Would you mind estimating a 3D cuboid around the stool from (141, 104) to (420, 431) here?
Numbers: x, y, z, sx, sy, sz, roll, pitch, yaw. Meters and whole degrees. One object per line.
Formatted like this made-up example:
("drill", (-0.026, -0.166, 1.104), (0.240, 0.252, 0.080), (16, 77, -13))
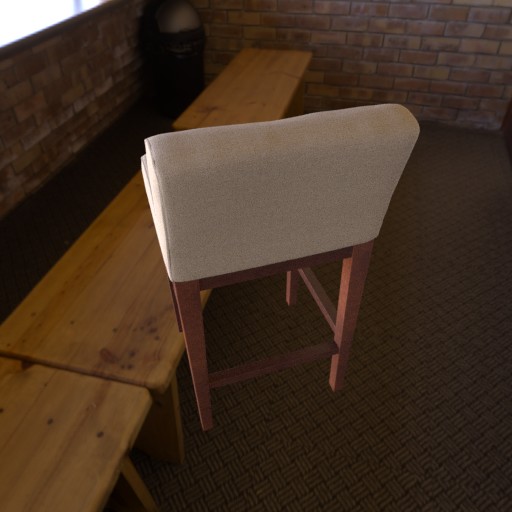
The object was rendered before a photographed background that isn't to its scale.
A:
("stool", (0.000, 0.000, 1.228), (0.511, 0.937, 0.500), (-12, 42, -14))
